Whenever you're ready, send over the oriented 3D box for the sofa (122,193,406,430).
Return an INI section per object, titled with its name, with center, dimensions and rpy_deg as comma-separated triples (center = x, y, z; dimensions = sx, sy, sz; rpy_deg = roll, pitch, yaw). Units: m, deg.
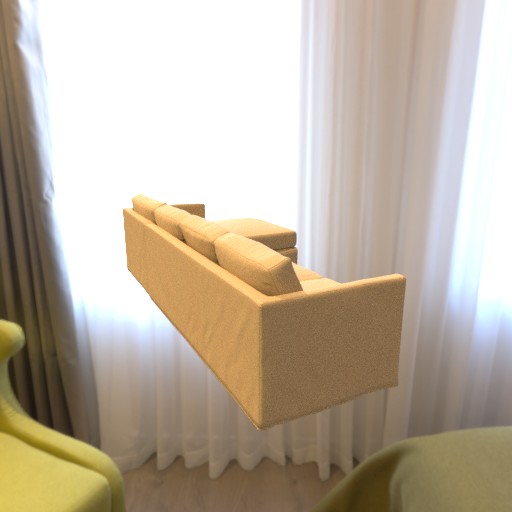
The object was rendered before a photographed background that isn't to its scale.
[sofa]
center = 0.000, 0.000, 3.822
dimensions = 1.622, 0.871, 3.206
rpy_deg = -8, 17, -26
